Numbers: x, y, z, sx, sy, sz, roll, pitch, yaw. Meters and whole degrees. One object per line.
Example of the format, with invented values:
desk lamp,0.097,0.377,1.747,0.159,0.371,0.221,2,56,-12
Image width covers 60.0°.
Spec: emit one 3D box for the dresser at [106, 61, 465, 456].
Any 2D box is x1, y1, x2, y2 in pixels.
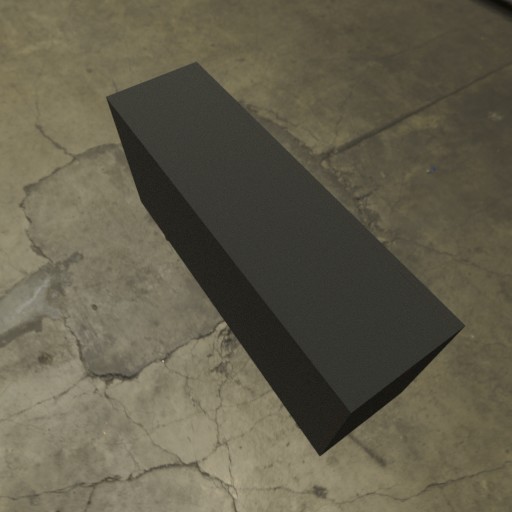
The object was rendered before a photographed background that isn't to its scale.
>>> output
dresser,0.000,0.000,1.944,0.463,0.872,1.558,-30,62,-18
